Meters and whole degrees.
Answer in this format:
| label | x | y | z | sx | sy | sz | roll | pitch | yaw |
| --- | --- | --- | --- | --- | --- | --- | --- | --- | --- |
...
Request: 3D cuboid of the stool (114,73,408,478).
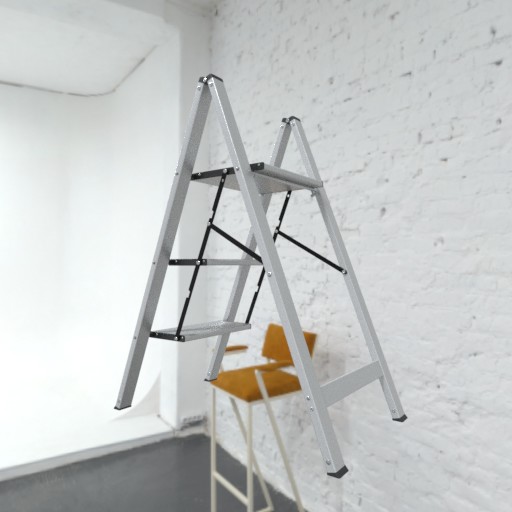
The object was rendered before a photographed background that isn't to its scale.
| label | x | y | z | sx | sy | sz | roll | pitch | yaw |
| --- | --- | --- | --- | --- | --- | --- | --- | --- | --- |
| stool | 0.000 | 0.000 | 1.281 | 0.730 | 0.902 | 0.441 | -1 | -1 | 36 |
